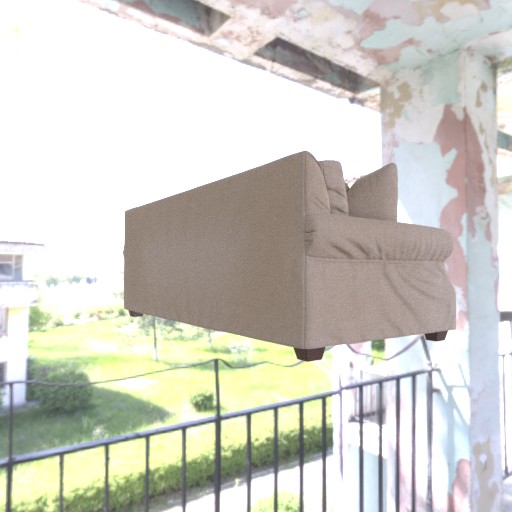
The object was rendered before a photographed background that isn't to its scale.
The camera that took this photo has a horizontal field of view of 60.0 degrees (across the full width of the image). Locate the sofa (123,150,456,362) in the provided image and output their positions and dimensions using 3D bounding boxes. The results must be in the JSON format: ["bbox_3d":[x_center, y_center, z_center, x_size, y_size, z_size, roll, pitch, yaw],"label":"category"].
[{"bbox_3d":[0.000,0.000,2.878,1.067,0.904,2.285,1,-2,-35],"label":"sofa"}]
